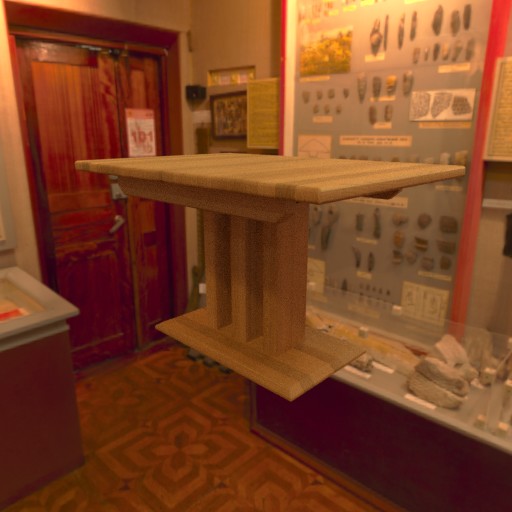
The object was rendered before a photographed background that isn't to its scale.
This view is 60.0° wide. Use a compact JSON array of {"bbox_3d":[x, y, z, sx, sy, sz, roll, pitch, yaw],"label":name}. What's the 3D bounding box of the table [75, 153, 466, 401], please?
[{"bbox_3d":[0.000,0.000,1.873,1.300,0.770,0.900,15,22,42],"label":"table"}]
